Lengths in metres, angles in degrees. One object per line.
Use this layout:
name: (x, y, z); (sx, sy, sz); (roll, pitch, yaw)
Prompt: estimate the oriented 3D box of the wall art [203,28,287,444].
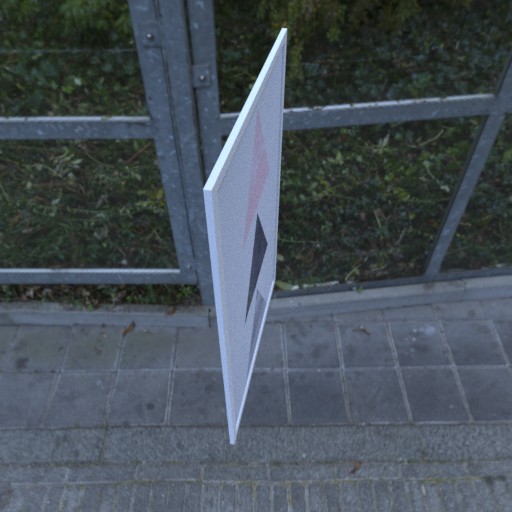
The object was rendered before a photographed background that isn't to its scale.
wall art: (0.000, 0.000, 1.200); (0.013, 0.940, 0.659); (9, 47, 9)
